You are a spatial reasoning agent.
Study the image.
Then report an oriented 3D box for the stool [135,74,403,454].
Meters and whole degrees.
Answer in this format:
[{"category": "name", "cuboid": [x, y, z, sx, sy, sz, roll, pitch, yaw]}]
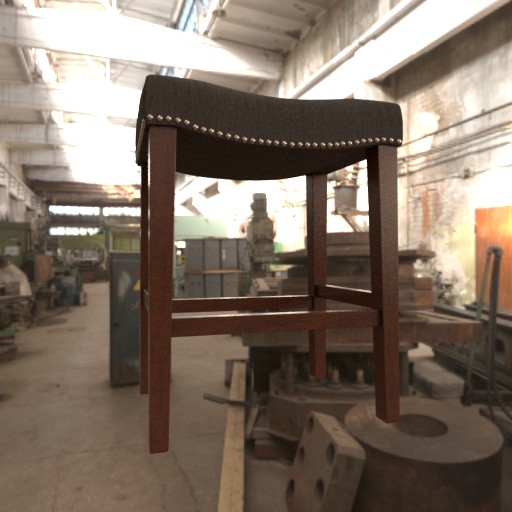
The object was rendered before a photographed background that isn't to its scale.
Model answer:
[{"category": "stool", "cuboid": [0.000, 0.000, 0.972, 0.504, 0.654, 0.372, 0, 0, -17]}]
